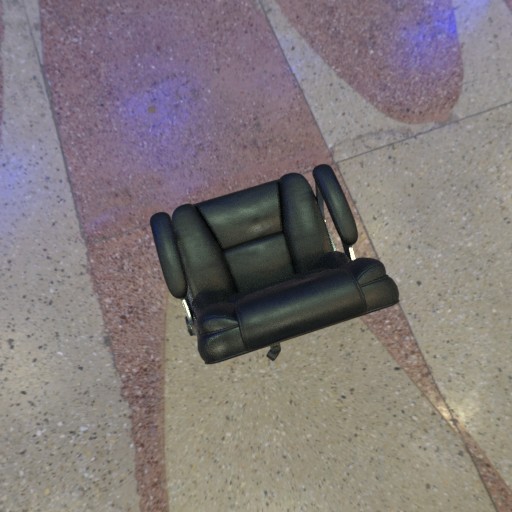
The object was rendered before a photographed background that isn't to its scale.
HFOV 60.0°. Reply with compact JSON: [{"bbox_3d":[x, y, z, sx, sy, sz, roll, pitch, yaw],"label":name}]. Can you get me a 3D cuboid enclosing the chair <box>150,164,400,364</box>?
[{"bbox_3d":[0.000,0.000,1.524,0.697,1.075,0.689,-17,76,-5],"label":"chair"}]
